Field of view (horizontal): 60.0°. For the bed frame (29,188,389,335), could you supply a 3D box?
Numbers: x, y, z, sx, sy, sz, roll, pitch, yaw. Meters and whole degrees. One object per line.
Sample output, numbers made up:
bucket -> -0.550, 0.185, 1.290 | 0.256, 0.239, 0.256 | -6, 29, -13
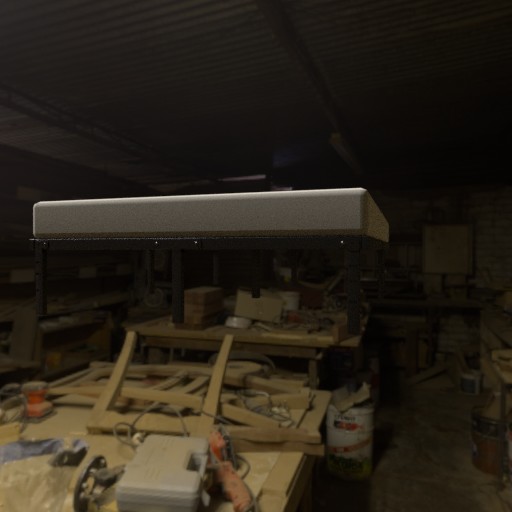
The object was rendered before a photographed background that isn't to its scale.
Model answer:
bed frame -> 0.000, 0.000, 3.579 | 1.990, 0.680, 2.635 | 0, 1, 19
